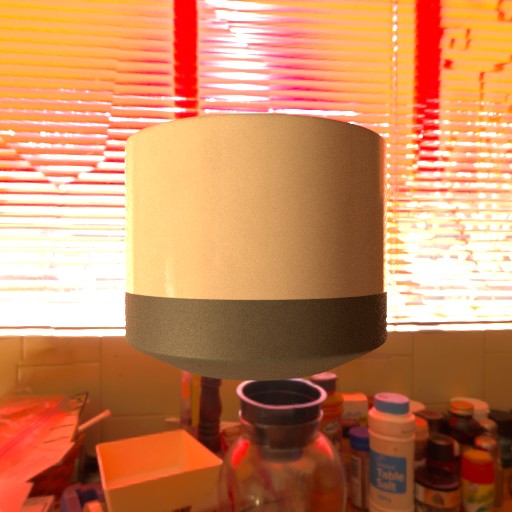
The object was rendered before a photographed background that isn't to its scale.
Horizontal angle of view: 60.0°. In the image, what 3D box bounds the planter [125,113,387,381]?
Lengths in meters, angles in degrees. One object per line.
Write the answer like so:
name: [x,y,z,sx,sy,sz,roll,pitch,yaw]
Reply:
planter: [0.000,0.000,0.226,0.128,0.105,0.128,0,0,0]
